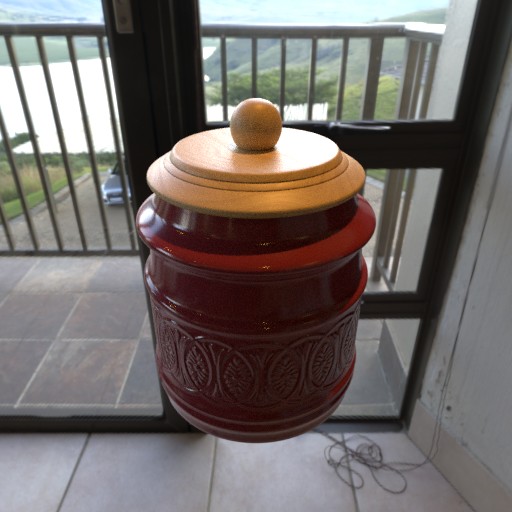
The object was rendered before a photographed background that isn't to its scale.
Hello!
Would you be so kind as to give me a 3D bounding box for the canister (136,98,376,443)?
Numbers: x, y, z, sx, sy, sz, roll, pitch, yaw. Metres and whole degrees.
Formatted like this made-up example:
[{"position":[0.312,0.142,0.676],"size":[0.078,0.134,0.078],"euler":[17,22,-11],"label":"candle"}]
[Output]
[{"position":[0.000,0.000,0.260],"size":[0.130,0.176,0.130],"euler":[0,30,0],"label":"canister"}]
